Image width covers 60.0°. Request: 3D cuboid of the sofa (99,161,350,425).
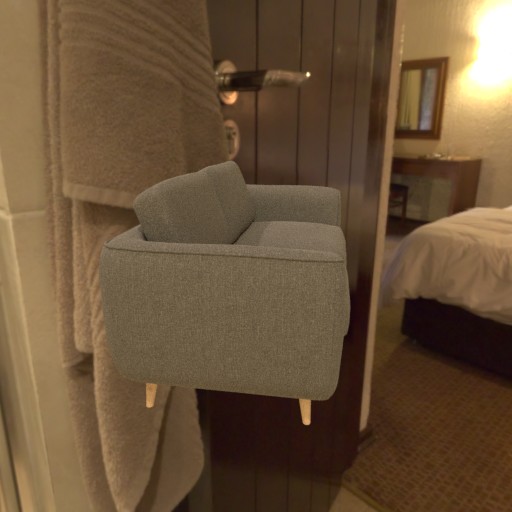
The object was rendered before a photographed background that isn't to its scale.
[{"bbox_3d":[0.000,0.000,2.257,0.920,0.870,1.700,3,17,9],"label":"sofa"}]
